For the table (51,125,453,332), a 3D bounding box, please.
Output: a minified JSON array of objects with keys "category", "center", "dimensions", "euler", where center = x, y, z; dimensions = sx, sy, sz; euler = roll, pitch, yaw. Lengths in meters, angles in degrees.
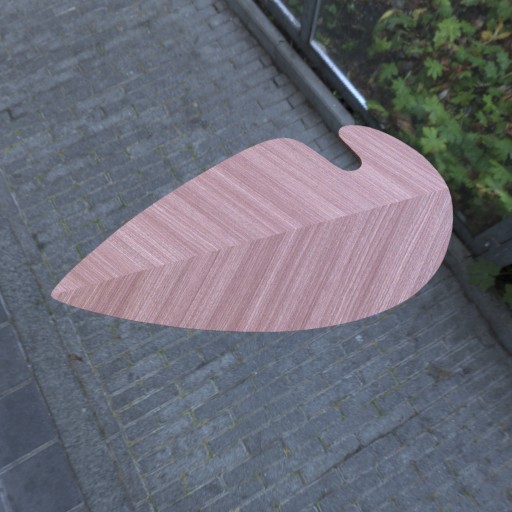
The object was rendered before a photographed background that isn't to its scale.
[{"category":"table","center":[0.000,0.000,1.463],"dimensions":[1.199,0.360,0.598],"euler":[-15,76,-4]}]
